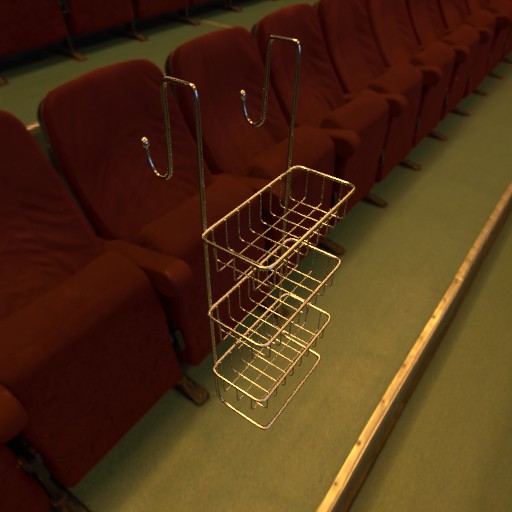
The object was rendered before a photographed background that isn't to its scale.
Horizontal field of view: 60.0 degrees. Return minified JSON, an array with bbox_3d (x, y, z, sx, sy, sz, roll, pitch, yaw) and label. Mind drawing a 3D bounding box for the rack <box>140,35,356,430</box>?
[{"bbox_3d":[0.000,0.000,0.679,0.202,0.574,0.228,26,47,27],"label":"rack"}]
